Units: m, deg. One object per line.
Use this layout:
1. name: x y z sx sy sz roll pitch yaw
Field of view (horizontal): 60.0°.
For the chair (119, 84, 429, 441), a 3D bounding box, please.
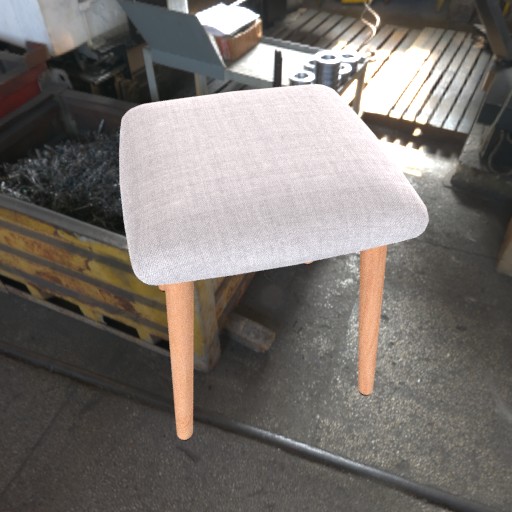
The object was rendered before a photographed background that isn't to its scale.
1. chair: 0.000 0.000 0.709 0.350 0.440 0.350 -10 47 -10
